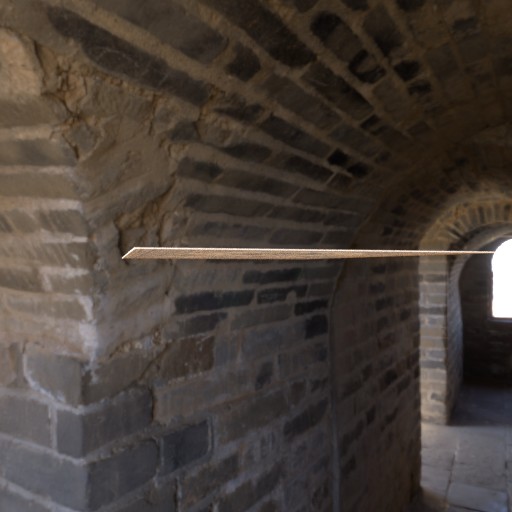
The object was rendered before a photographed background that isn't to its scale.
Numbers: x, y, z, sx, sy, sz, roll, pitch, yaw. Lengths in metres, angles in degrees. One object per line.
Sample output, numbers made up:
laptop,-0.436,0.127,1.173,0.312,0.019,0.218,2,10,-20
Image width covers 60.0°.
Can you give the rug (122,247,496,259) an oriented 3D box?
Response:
rug,0.000,0.000,2.852,1.611,0.008,2.227,0,-1,-18
